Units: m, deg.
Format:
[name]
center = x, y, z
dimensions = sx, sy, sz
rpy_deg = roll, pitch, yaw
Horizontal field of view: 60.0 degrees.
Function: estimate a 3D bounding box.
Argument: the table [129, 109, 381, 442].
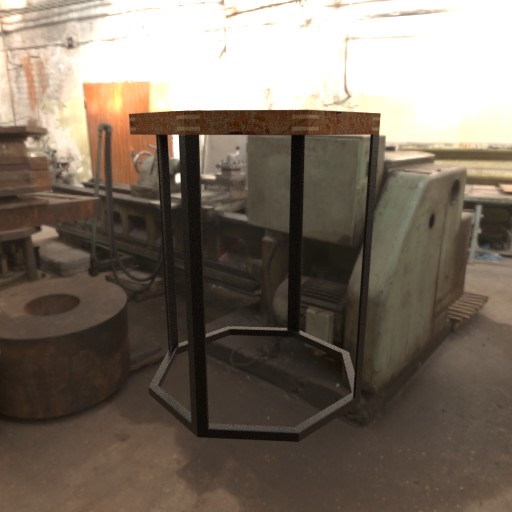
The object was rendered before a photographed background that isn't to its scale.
[table]
center = 0.000, 0.000, 0.898
dimensions = 0.458, 0.543, 0.458
rpy_deg = 8, 17, 25
